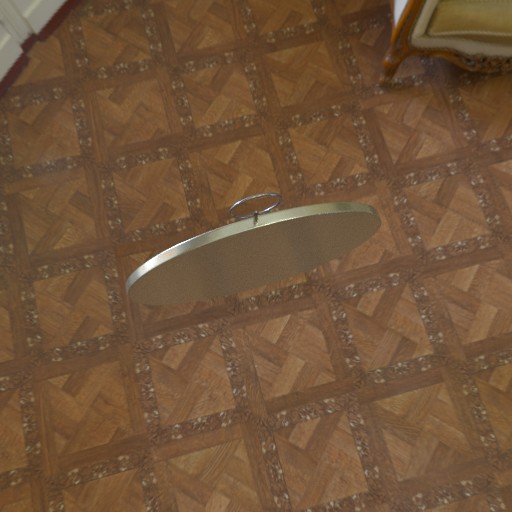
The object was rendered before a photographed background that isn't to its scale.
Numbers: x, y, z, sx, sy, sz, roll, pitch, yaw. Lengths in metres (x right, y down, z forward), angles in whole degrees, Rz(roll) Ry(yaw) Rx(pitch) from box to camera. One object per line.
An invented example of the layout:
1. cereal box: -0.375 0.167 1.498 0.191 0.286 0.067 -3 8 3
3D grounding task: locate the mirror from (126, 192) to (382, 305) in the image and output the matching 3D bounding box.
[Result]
1. mirror: 0.000 0.000 0.981 0.594 0.713 0.020 -16 77 -4
